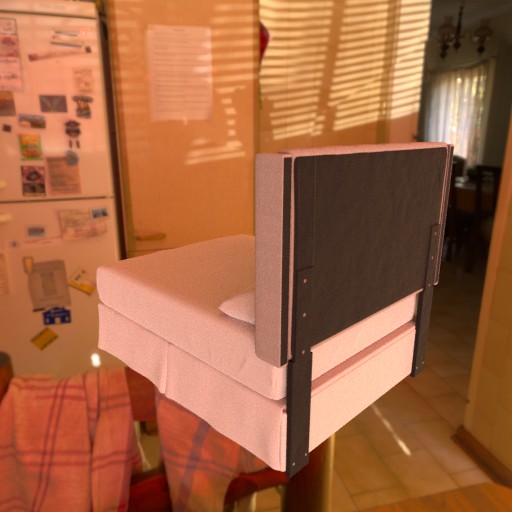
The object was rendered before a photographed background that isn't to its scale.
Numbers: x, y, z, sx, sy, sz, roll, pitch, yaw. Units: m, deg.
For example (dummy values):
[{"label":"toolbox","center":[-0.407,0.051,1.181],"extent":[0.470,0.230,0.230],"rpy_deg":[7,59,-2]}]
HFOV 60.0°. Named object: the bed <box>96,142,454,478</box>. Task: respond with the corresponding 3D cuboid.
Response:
[{"label":"bed","center":[0.000,0.000,3.299],"extent":[1.719,1.665,2.066],"rpy_deg":[-15,22,-42]}]
